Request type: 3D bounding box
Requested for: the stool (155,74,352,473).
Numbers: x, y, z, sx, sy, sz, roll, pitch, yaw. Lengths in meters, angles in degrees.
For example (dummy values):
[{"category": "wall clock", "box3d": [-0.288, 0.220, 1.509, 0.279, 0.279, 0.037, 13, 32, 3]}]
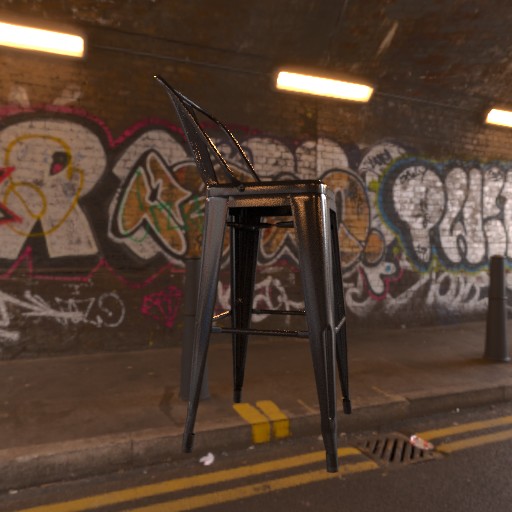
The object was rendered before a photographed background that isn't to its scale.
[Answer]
[{"category": "stool", "box3d": [0.000, 0.000, 1.307, 0.528, 1.022, 0.432, 0, 1, 17]}]
